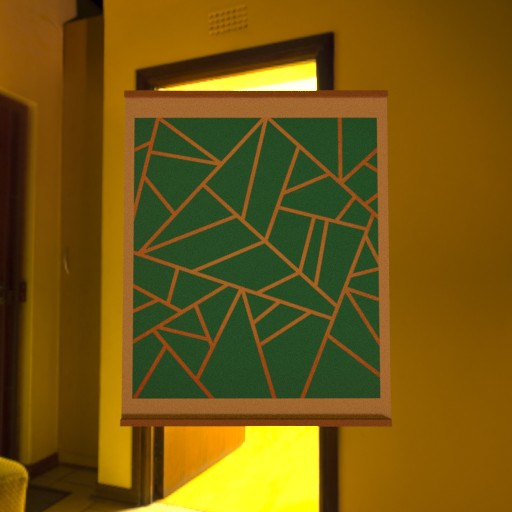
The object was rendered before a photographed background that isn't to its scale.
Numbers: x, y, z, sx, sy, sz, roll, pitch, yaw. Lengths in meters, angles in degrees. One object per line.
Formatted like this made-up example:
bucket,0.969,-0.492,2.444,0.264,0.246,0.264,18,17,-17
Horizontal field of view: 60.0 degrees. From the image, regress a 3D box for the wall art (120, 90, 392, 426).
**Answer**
wall art,0.000,0.000,0.676,0.405,0.508,0.012,0,-2,0
